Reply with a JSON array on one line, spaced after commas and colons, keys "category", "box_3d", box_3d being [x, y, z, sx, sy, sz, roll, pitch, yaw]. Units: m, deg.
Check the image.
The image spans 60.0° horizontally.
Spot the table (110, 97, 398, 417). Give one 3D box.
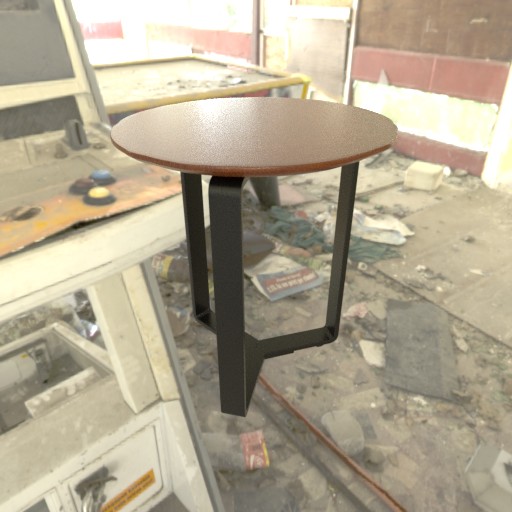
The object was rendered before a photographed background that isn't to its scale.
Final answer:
[{"category": "table", "box_3d": [0.000, 0.000, 0.761, 0.410, 0.450, 0.380, -9, 32, -14]}]
